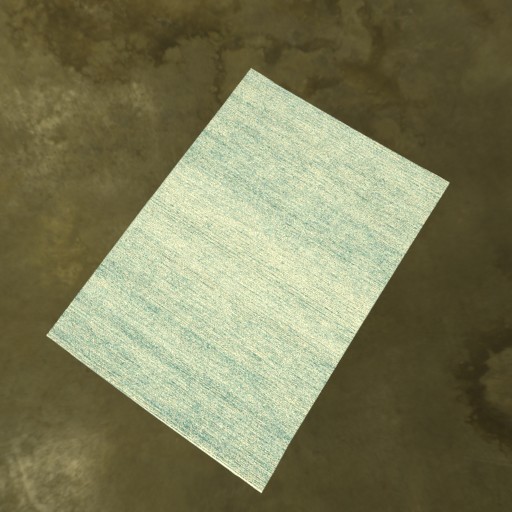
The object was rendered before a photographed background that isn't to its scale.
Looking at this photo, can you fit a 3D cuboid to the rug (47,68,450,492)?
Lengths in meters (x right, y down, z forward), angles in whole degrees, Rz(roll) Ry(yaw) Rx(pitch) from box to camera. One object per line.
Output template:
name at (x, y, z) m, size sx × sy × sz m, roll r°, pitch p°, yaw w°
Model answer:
rug at (0.000, 0.000, 2.872) m, size 1.613 × 0.030 × 2.306 m, roll 33°, pitch 79°, yaw 7°
